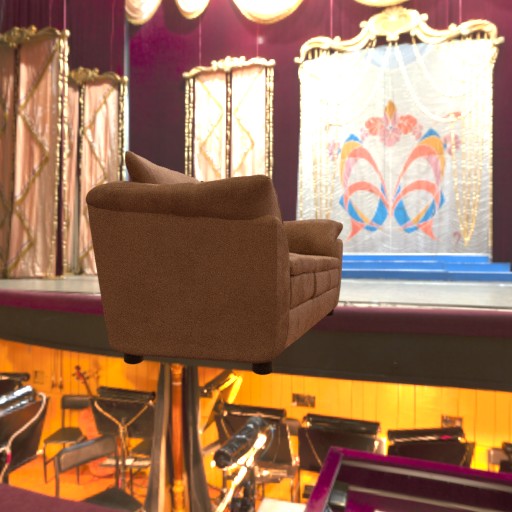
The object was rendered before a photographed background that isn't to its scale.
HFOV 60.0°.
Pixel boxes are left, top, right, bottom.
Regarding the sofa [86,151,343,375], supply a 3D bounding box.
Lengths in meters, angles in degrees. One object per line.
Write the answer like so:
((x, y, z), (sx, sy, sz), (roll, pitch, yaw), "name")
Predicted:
((0.000, 0.000, 2.867), (0.893, 0.981, 2.377), (0, 0, 17), "sofa")
